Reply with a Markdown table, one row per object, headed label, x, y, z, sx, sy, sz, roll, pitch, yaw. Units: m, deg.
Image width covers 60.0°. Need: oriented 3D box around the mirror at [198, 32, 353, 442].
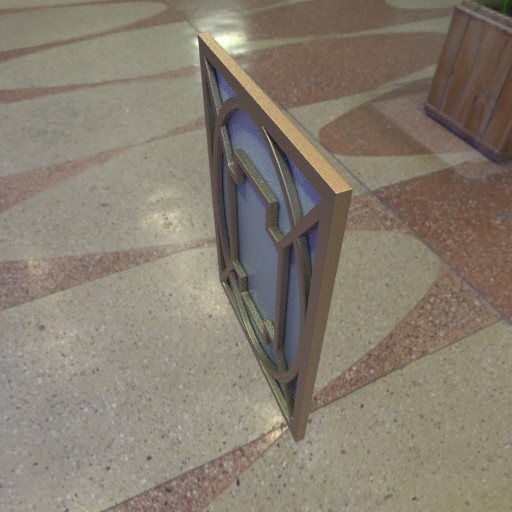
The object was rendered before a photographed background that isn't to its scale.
| label | x | y | z | sx | sy | sz | roll | pitch | yaw |
| --- | --- | --- | --- | --- | --- | --- | --- | --- | --- |
| mirror | 0.000 | 0.000 | 1.330 | 0.032 | 1.023 | 0.756 | -16 | 48 | -15 |
